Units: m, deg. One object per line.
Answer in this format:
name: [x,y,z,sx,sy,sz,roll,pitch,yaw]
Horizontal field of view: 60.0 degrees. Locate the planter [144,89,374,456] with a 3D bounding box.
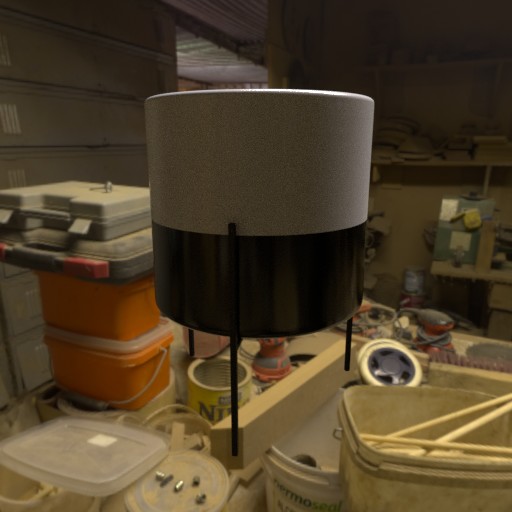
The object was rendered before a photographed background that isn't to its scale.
planter: [0.000,0.000,0.649,0.310,0.432,0.310,7,17,25]
